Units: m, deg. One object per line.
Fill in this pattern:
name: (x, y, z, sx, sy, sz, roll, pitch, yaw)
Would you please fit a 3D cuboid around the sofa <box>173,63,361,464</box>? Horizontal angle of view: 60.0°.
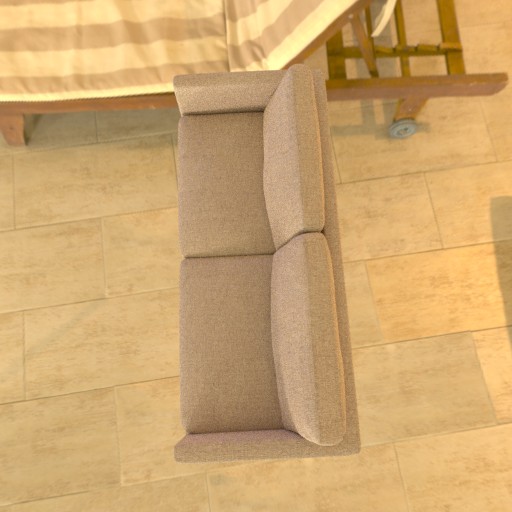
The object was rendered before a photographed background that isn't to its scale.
sofa: (0.000, 0.000, 2.688, 0.951, 0.965, 2.208, -3, 76, -1)
